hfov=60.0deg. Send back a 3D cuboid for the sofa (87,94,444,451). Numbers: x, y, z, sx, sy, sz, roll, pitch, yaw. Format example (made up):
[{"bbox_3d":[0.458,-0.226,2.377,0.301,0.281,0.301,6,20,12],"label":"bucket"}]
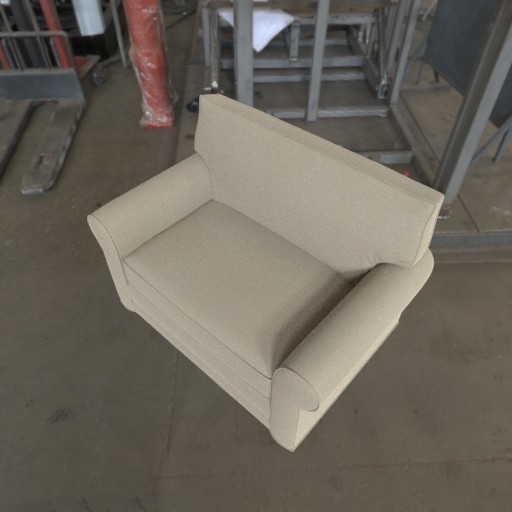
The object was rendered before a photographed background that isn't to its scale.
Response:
[{"bbox_3d":[0.000,0.000,2.130,1.405,1.006,0.937,33,55,28],"label":"sofa"}]
